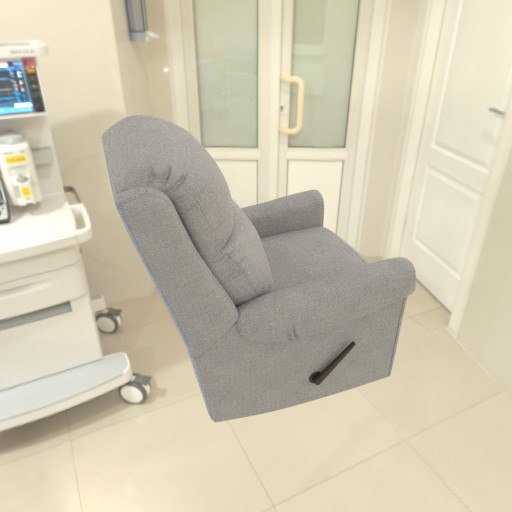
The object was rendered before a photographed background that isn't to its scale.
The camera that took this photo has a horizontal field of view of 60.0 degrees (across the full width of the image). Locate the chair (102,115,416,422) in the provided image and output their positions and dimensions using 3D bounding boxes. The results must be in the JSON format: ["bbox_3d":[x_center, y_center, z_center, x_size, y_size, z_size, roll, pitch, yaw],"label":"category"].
[{"bbox_3d":[0.000,0.000,1.779,1.014,1.054,0.838,-10,31,-17],"label":"chair"}]
